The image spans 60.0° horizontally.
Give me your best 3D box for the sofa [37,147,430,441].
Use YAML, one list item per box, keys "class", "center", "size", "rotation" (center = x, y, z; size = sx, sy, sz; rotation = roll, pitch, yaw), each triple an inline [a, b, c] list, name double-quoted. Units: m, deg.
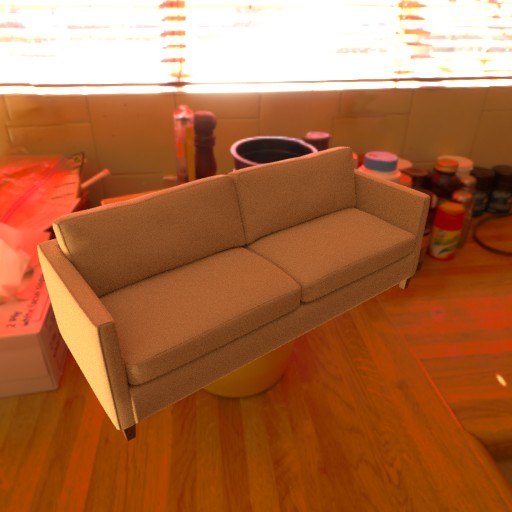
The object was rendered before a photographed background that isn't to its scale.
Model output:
- class: "sofa"
  center: [0.000, 0.000, 2.861]
  size: [2.361, 0.968, 0.951]
  rotation: [-21, 36, -31]
